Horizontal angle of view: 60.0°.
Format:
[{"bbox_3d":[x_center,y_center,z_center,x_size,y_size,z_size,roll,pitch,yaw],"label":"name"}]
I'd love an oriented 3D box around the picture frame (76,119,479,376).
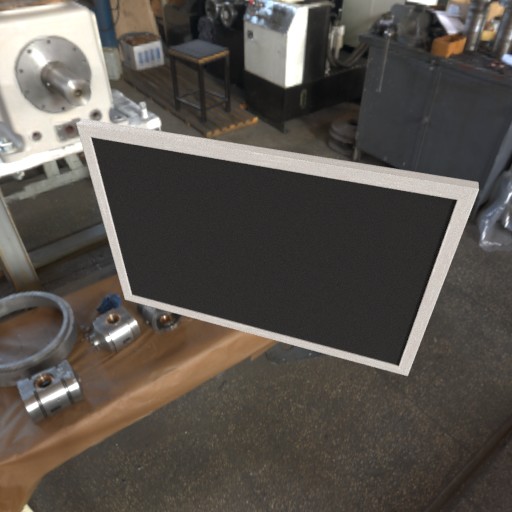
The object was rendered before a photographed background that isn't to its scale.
[{"bbox_3d":[0.000,0.000,1.220,0.950,0.640,0.029,13,42,14],"label":"picture frame"}]
